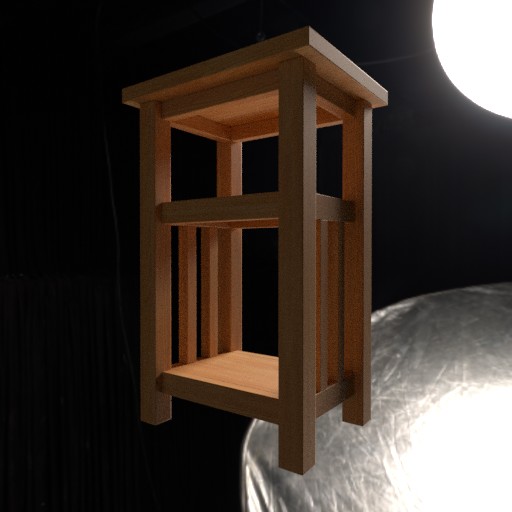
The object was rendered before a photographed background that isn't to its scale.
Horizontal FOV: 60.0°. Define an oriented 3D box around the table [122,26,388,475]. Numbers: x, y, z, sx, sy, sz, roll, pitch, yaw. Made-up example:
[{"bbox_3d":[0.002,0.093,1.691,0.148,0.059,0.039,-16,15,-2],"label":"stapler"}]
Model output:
[{"bbox_3d":[0.000,0.000,0.738,0.350,0.550,0.270,0,1,36],"label":"table"}]
